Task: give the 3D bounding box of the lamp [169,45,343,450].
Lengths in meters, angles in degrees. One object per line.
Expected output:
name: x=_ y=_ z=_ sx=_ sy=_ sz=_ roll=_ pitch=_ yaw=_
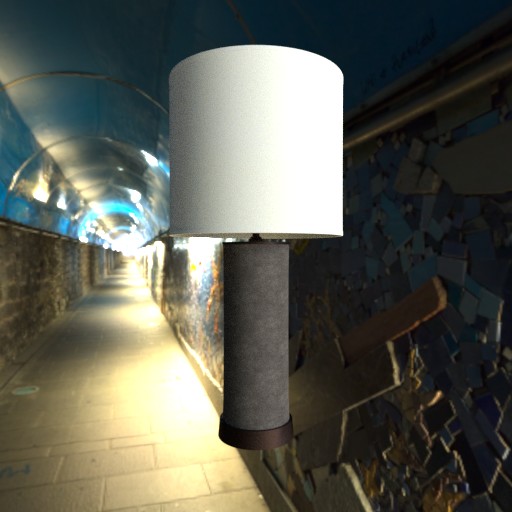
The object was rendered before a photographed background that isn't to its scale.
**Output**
lamp: x=0.000 y=0.000 z=0.782 sx=0.301 sy=0.630 sz=0.301 roll=0 pitch=1 yaw=0
